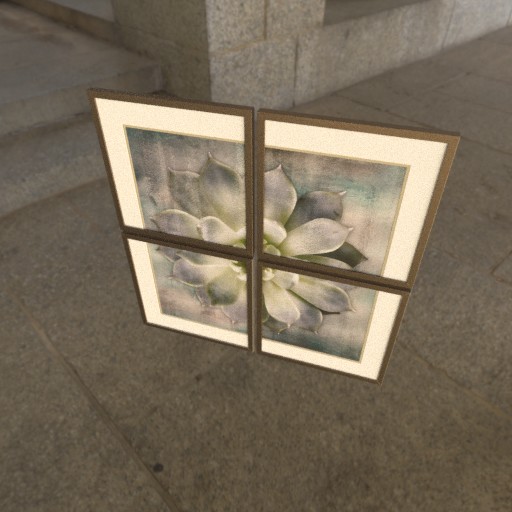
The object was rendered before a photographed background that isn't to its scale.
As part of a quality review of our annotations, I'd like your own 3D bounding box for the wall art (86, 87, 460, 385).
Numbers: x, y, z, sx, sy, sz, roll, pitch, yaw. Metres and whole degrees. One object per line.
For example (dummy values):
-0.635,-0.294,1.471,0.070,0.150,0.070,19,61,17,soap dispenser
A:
0.000,0.000,1.519,1.032,1.032,0.030,11,41,13,wall art
